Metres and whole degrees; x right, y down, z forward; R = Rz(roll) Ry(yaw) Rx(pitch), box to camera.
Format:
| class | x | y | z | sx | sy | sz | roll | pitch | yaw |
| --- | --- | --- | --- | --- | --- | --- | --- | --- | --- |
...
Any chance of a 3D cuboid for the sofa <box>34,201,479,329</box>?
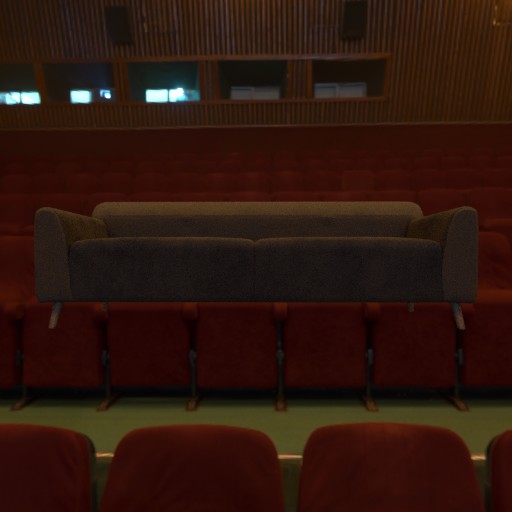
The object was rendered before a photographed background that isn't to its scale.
| class | x | y | z | sx | sy | sz | roll | pitch | yaw |
| --- | --- | --- | --- | --- | --- | --- | --- | --- | --- |
| sofa | 0.000 | 0.000 | 2.611 | 2.190 | 0.740 | 0.900 | 0 | 0 | 1 |
